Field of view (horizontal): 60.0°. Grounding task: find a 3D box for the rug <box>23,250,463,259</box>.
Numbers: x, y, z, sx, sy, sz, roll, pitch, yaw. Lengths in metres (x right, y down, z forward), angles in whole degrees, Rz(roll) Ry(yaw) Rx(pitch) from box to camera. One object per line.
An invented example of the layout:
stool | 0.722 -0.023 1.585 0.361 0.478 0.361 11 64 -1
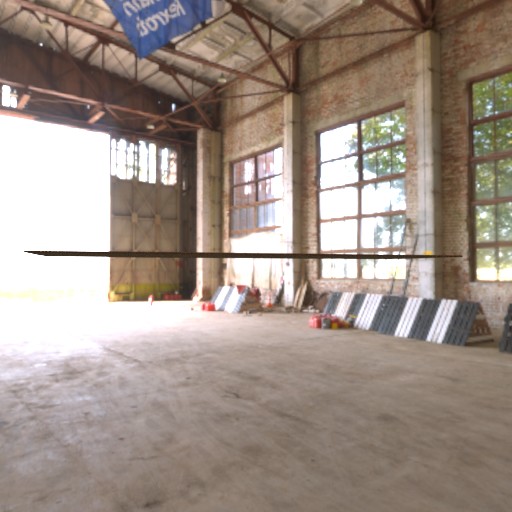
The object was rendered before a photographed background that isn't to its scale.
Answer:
rug | 0.000 0.000 2.719 2.448 0.012 0.769 1 -2 -18
